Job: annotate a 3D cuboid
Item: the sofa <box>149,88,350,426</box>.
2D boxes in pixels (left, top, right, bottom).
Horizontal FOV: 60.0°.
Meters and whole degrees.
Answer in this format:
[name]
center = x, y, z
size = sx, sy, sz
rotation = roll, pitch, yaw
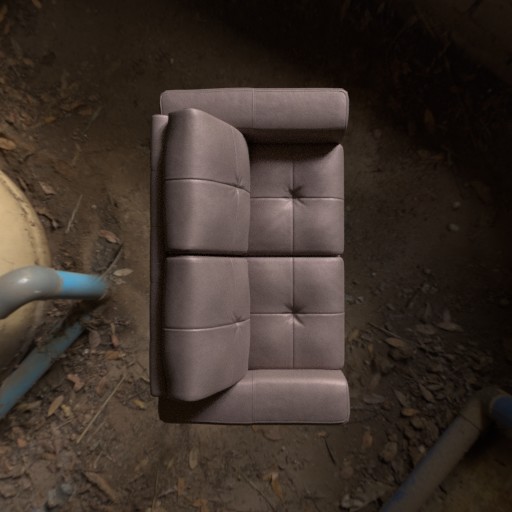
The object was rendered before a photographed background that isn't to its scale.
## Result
[sofa]
center = 0.000, 0.000, 2.417
size = 1.018, 0.907, 1.806
rotation = 0, 89, 0
